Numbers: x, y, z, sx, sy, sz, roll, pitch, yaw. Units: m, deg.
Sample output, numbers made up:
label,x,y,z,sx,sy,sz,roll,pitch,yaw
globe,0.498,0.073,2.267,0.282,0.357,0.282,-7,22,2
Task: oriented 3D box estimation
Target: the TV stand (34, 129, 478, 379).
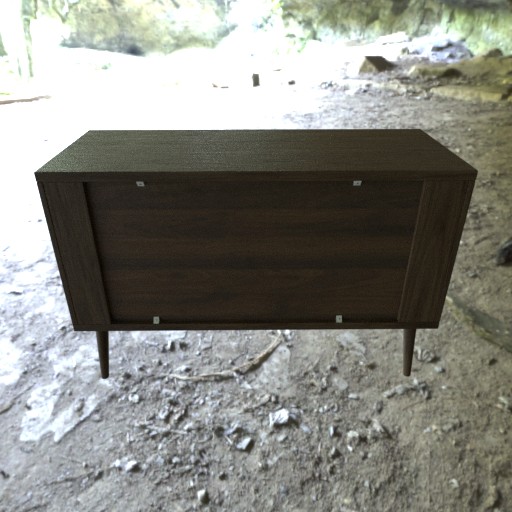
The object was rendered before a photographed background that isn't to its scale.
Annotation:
label,x,y,z,sx,sy,sz,roll,pitch,yaw
TV stand,0.000,0.000,1.324,0.990,0.660,0.405,0,29,-1
